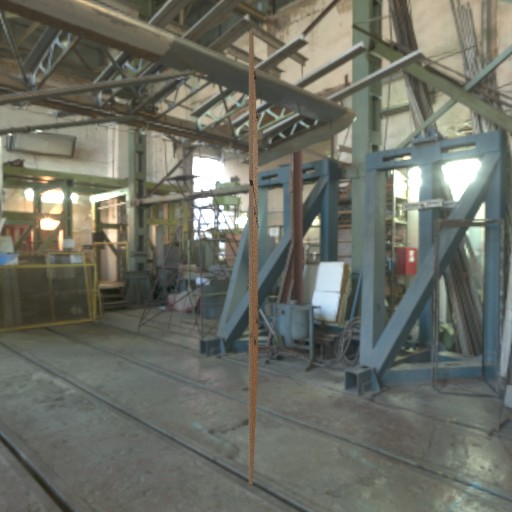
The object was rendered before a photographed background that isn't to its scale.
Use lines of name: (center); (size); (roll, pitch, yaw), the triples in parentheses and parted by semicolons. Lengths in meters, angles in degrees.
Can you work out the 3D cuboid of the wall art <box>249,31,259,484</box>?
wall art: (0.000, 0.000, 2.251); (0.023, 1.522, 1.526); (0, 1, 1)
